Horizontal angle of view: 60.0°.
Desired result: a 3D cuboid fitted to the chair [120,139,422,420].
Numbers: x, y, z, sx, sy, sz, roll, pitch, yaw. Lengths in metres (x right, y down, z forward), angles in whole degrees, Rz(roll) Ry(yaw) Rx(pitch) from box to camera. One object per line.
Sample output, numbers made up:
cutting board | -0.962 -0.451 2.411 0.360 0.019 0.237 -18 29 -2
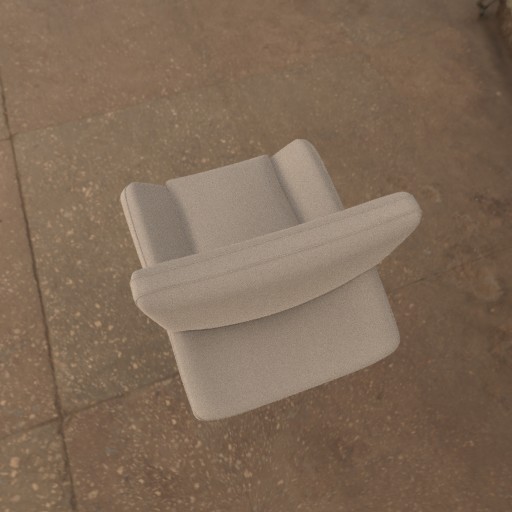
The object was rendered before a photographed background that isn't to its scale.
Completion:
chair | 0.000 0.000 1.669 0.859 0.855 1.008 -17 61 -10
